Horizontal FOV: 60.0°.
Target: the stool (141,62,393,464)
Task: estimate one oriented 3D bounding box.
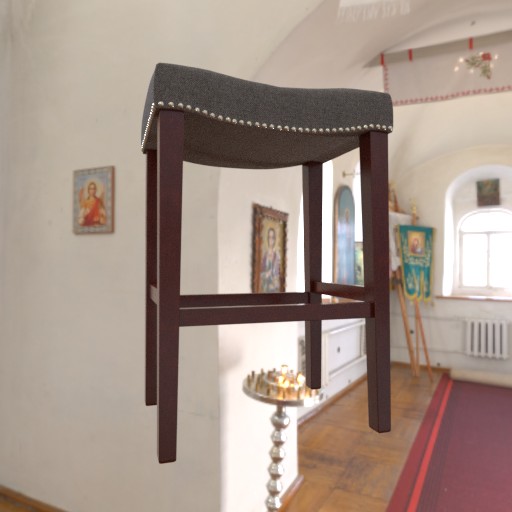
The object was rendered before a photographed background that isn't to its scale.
[{"bbox_3d":[0.000,0.000,1.032,0.504,0.742,0.372,0,0,-18],"label":"stool"}]
